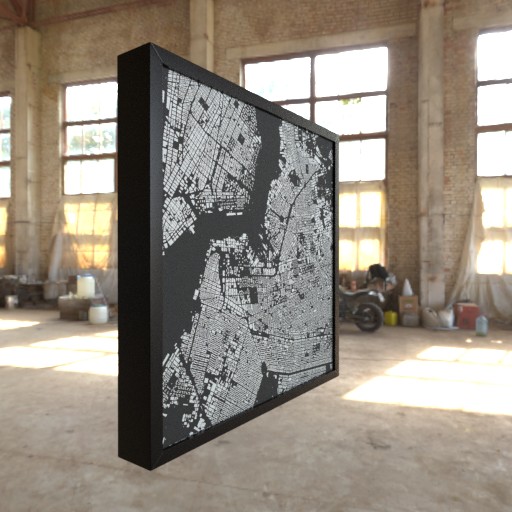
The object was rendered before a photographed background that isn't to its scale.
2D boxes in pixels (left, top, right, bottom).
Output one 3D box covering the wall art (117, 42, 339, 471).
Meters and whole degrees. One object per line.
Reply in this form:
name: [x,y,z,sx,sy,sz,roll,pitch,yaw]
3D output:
wall art: [0.000,0.000,0.440,0.037,0.299,0.299,0,0,36]
